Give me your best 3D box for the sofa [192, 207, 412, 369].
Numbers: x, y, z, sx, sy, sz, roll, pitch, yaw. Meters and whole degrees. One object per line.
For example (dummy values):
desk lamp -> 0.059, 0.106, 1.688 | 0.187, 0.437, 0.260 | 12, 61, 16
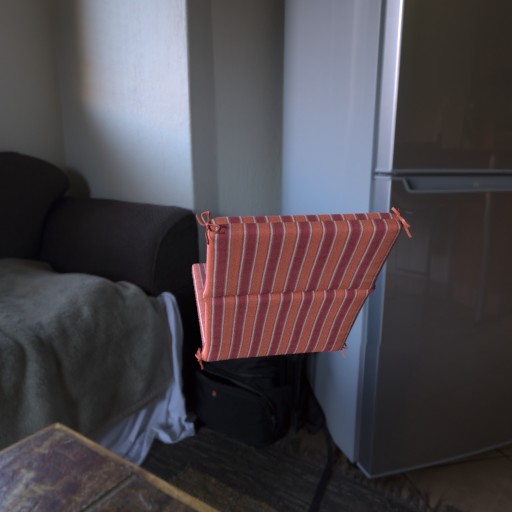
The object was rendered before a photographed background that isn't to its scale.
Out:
sofa -> 0.000, 0.000, 1.966 | 0.582, 0.622, 1.663 | -2, 14, -10
